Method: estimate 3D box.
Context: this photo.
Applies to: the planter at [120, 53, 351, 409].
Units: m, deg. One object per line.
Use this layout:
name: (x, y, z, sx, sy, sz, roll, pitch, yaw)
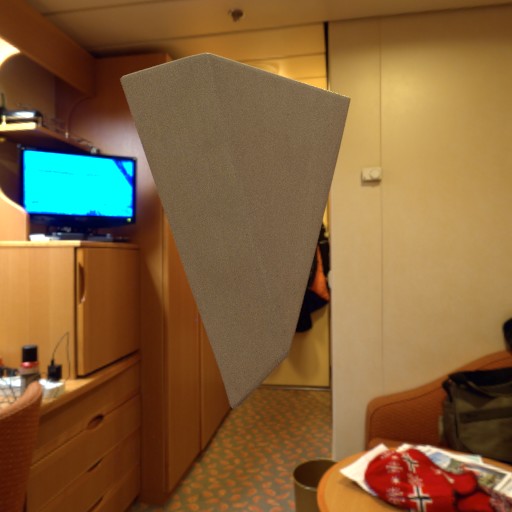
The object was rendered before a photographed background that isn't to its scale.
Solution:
planter: (0.000, 0.000, 0.268, 0.150, 0.197, 0.060, 0, 0, -36)
